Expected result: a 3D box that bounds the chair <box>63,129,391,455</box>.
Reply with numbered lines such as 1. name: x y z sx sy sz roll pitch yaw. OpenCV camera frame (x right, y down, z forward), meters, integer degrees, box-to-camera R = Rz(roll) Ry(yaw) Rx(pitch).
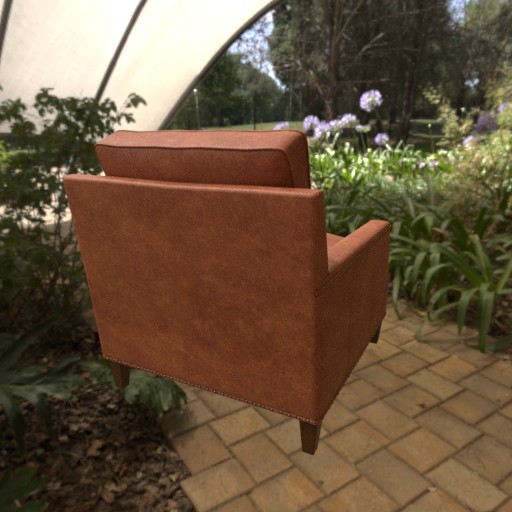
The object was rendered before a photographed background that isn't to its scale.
1. chair: 0.000 0.000 1.713 0.853 0.943 1.014 8 18 27
